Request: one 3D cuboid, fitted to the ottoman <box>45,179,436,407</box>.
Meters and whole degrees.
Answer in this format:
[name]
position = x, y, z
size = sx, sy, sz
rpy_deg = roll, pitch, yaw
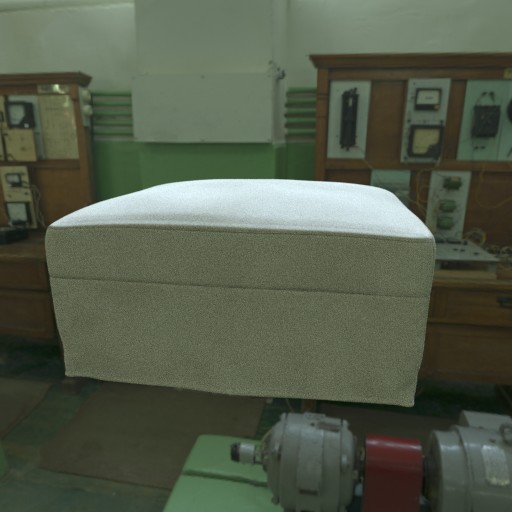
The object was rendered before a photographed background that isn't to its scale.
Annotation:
[ottoman]
position = 0.000, 0.000, 1.327
size = 0.843, 0.441, 0.842
rpy_deg = 2, 15, 9
